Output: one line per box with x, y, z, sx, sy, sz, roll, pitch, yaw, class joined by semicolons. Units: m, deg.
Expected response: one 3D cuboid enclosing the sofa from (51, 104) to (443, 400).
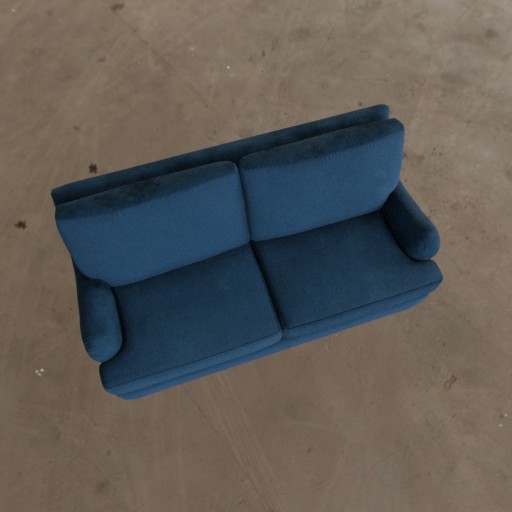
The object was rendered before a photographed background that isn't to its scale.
0.000;0.000;2.766;2.141;1.101;1.084;-16;64;-8;sofa
